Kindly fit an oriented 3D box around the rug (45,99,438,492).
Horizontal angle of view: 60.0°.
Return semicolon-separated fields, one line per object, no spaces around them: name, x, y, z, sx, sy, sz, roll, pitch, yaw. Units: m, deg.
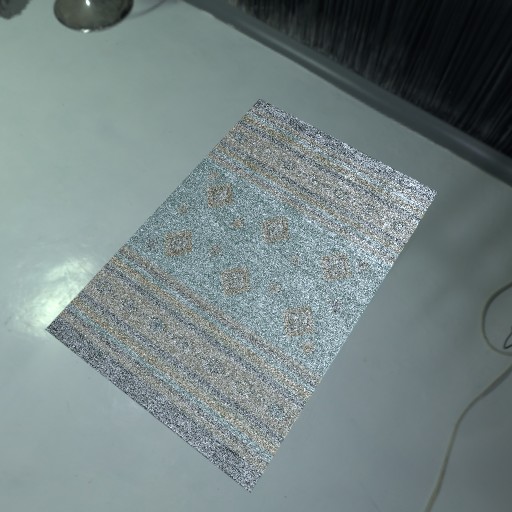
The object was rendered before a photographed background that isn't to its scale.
rug;0.000;0.000;2.308;1.212;0.010;1.811;32;69;14
